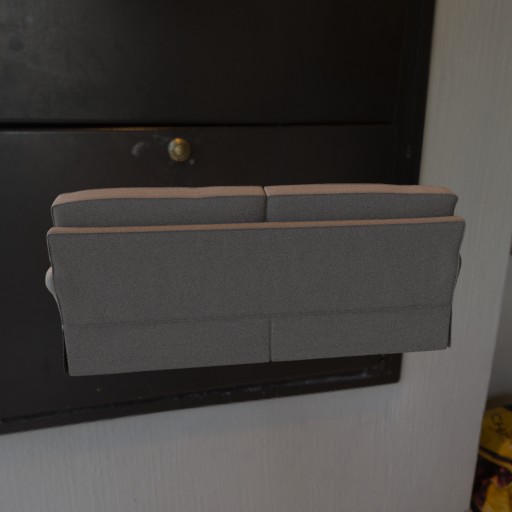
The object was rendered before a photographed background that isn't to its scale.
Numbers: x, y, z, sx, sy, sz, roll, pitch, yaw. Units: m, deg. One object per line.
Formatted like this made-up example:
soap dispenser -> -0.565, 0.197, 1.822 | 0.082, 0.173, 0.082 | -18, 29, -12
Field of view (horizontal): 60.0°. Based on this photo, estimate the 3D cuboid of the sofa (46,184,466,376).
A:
sofa -> 0.000, 0.000, 2.749 | 2.248, 0.943, 0.991 | -2, 16, -8
